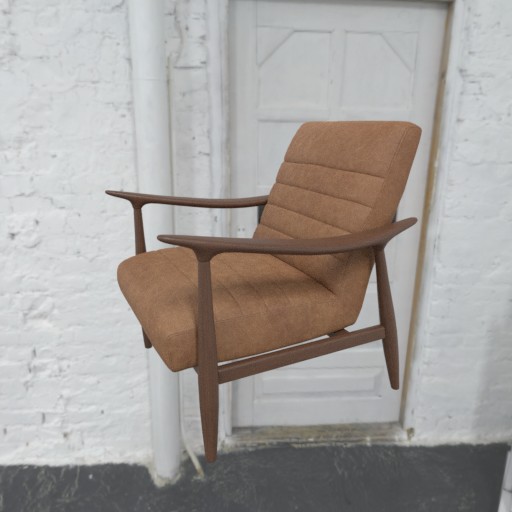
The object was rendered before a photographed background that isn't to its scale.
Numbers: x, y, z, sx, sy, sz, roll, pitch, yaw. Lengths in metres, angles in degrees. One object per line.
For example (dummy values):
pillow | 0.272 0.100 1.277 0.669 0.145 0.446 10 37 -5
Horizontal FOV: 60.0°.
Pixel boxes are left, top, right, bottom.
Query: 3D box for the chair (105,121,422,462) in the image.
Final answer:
chair | 0.000 0.000 1.427 0.798 0.832 0.741 -9 19 -26
